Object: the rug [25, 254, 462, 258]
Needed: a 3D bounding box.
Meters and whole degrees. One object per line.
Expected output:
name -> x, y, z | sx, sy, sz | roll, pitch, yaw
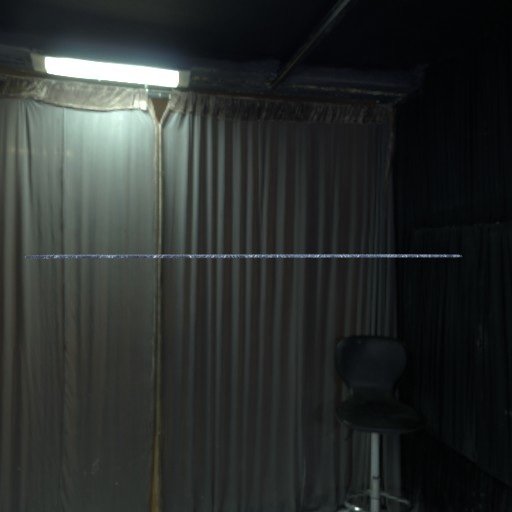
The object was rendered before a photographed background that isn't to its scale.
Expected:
rug -> 0.000, 0.000, 2.573 | 2.306, 0.013, 0.719 | 0, 0, -18
